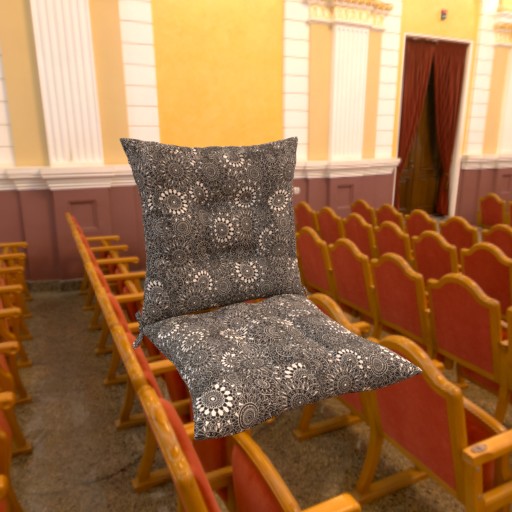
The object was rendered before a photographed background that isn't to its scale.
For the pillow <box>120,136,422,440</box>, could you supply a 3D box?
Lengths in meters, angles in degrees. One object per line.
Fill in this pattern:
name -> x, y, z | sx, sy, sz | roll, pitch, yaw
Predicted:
pillow -> 0.000, 0.000, 1.032 | 0.541, 0.536, 0.585 | -7, 17, -25
